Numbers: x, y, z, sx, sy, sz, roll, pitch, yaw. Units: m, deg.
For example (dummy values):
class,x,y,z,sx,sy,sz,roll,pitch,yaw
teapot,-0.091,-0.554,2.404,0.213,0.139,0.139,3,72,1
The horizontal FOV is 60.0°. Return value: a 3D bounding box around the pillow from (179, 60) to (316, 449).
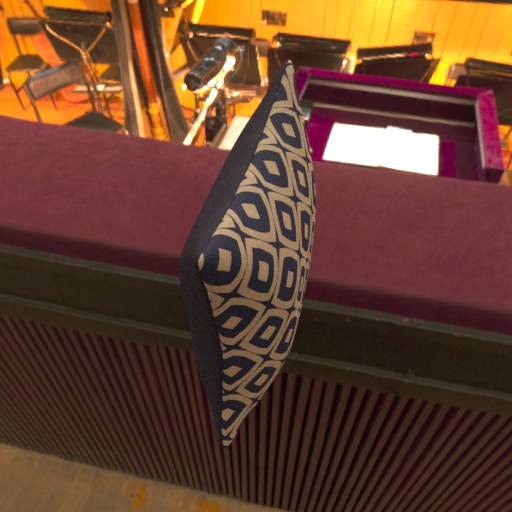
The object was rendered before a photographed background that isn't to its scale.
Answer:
class,x,y,z,sx,sy,sz,roll,pitch,yaw
pillow,0.000,0.000,0.790,0.188,0.494,0.504,10,47,9
